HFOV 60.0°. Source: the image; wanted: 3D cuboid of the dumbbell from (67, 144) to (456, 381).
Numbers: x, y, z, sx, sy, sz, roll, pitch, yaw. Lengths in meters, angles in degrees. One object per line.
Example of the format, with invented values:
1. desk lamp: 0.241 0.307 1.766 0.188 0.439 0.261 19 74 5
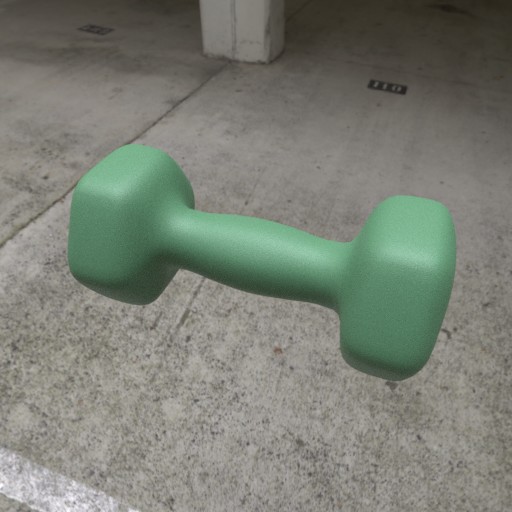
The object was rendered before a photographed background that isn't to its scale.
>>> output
1. dumbbell: 0.000 0.000 0.318 0.257 0.114 0.126 14 44 15
